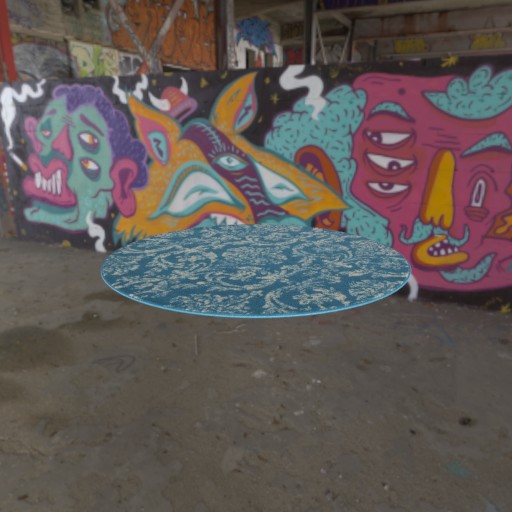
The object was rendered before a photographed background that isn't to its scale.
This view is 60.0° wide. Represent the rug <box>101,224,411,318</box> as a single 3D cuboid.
[{"bbox_3d":[0.000,0.000,2.399,1.593,0.012,1.593,0,16,0],"label":"rug"}]
